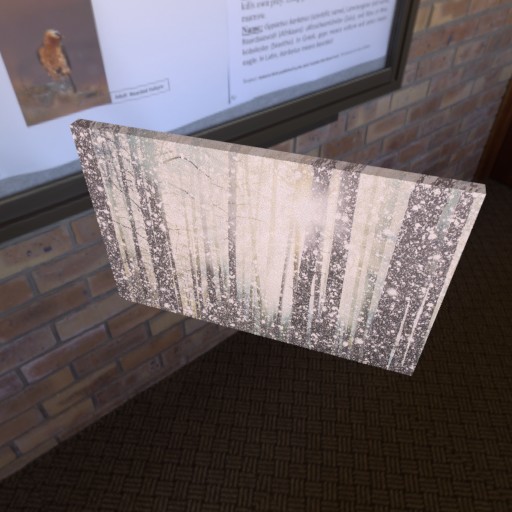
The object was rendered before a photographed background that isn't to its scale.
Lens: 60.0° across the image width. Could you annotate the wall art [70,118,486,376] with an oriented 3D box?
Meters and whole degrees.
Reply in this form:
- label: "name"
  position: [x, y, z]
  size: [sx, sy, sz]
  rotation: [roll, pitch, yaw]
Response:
- label: "wall art"
  position: [0.000, 0.000, 1.149]
  size: [0.919, 0.598, 0.038]
  rotation: [13, 43, 14]
